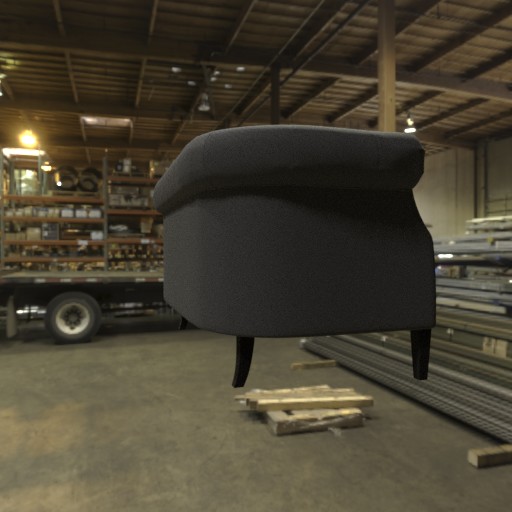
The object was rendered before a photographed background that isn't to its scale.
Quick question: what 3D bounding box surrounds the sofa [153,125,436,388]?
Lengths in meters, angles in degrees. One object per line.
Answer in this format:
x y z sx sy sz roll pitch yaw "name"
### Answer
0.000 0.000 2.025 0.835 0.827 1.558 0 1 -19 "sofa"
